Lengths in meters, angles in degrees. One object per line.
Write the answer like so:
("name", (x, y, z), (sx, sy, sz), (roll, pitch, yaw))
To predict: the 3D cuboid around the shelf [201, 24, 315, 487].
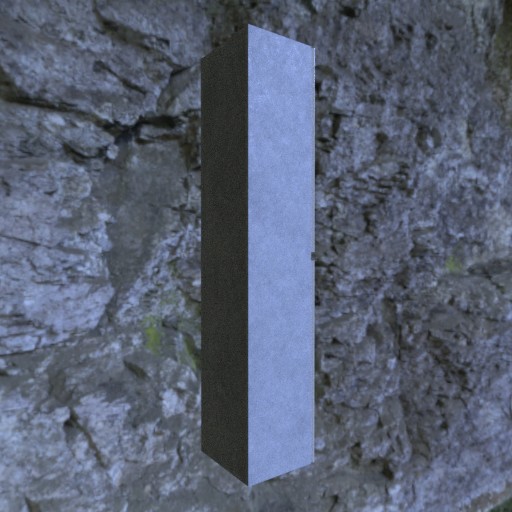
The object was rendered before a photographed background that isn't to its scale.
("shelf", (0.000, 0.000, 1.541), (0.270, 1.400, 0.300), (0, 1, -35))
